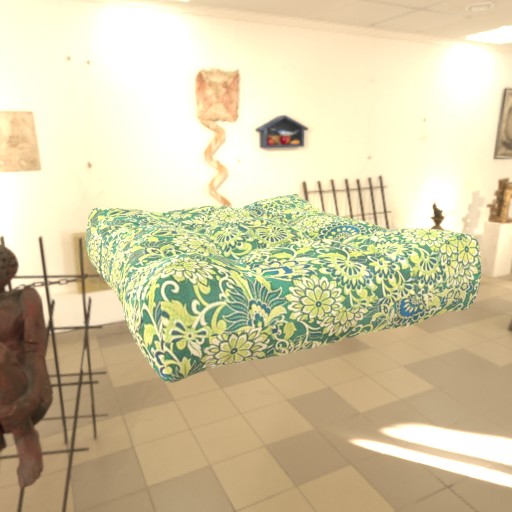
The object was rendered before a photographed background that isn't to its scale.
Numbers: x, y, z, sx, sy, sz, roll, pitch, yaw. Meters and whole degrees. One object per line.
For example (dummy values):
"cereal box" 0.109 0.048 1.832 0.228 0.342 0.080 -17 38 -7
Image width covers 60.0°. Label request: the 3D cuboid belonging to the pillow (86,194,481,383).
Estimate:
"pillow" 0.000 0.000 0.708 0.468 0.128 0.490 -8 17 -26
